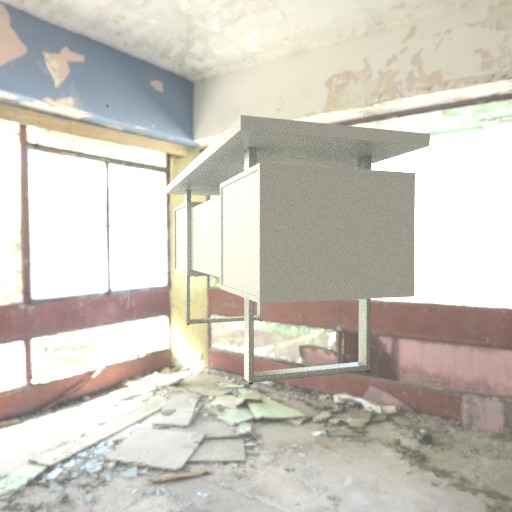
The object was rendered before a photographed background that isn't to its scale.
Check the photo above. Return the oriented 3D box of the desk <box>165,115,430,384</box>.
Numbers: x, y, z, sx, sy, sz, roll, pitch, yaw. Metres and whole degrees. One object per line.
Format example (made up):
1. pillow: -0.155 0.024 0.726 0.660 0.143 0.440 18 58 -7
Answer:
1. desk: 0.000 0.000 1.983 0.603 0.773 1.530 0 1 -19
